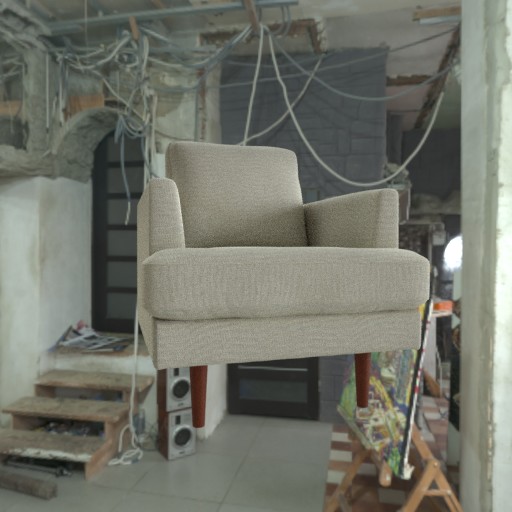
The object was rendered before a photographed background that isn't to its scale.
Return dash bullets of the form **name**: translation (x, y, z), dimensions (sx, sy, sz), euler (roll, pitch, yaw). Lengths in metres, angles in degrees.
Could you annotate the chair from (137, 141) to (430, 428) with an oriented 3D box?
- **chair**: translation (0.000, 0.000, 1.635), dimensions (0.858, 0.957, 0.899), euler (0, 1, -17)
